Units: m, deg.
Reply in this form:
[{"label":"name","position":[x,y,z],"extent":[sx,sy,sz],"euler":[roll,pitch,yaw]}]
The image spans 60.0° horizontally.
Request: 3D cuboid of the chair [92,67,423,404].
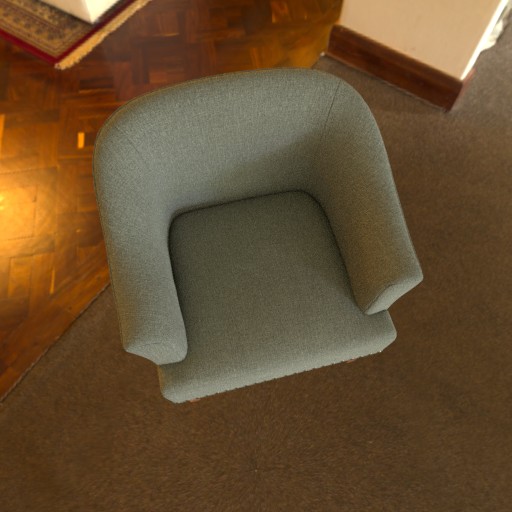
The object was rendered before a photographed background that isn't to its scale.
[{"label":"chair","position":[0.000,0.000,1.386],"extent":[0.798,0.815,0.704],"euler":[-13,65,-6]}]
